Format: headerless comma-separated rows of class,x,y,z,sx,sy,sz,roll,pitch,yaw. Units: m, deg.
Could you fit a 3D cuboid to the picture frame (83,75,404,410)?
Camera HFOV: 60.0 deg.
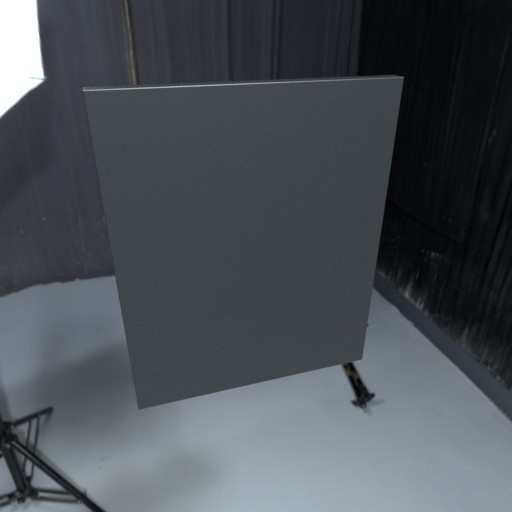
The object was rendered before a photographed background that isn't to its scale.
picture frame,0.000,0.000,0.755,0.460,0.556,0.028,-8,29,-15
